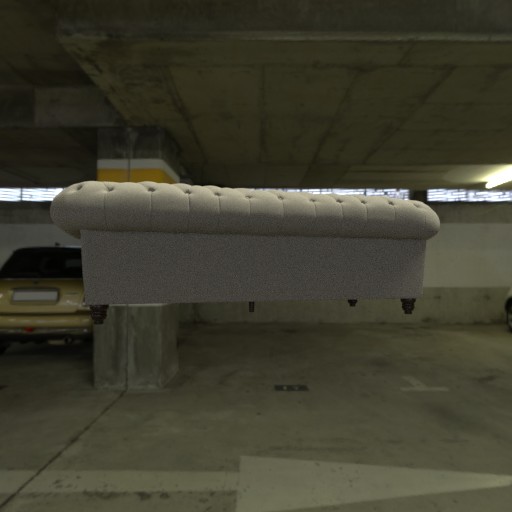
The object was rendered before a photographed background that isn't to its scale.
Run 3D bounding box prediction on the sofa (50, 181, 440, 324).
[{"bbox_3d":[0.000,0.000,2.854,2.411,0.749,0.991,1,-2,-18],"label":"sofa"}]
